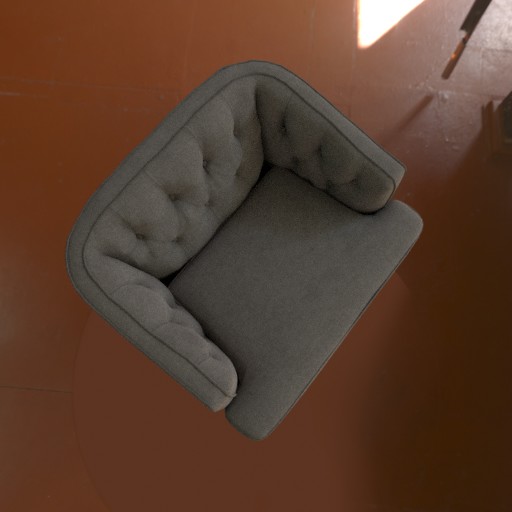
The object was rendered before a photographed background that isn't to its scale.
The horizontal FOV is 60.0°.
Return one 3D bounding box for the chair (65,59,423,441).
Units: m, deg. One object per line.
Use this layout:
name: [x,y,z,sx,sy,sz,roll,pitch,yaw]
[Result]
chair: [0.000,0.000,1.776,0.941,0.852,1.104,38,78,9]
